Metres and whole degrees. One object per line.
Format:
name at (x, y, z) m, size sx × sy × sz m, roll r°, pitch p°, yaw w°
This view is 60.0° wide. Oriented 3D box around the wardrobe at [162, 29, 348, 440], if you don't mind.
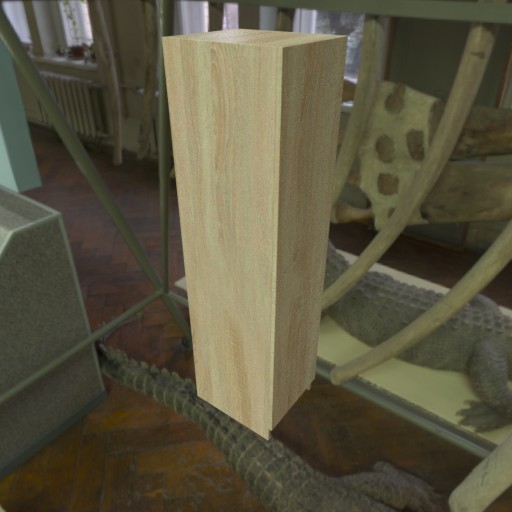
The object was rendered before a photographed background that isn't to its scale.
wardrobe at (0.000, 0.000, 2.375) m, size 0.588 × 2.117 × 0.496 m, roll 21°, pitch 37°, yaw 30°
